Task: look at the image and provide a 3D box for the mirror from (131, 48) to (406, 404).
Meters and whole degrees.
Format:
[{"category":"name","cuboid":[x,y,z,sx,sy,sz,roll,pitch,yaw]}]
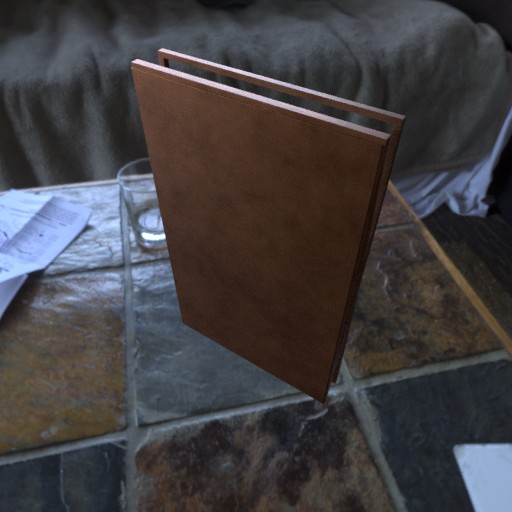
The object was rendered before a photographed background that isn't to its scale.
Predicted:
[{"category":"mirror","cuboid":[0.000,0.000,0.976,0.468,0.768,0.082,25,51,22]}]
